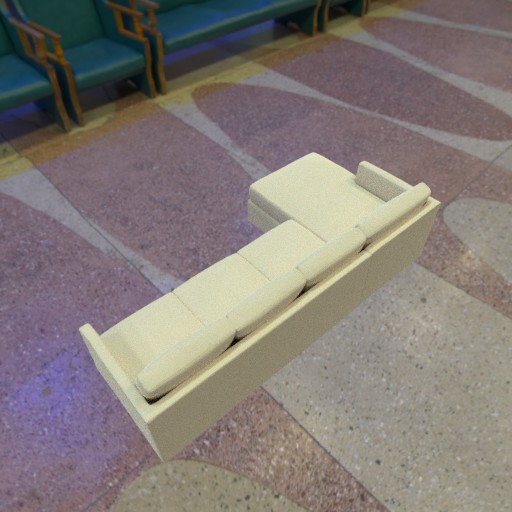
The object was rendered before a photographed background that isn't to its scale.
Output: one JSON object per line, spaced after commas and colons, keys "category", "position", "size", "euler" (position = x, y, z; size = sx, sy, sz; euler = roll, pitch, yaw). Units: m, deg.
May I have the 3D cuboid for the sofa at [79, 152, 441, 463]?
{"category": "sofa", "position": [0.000, 0.000, 4.019], "size": [3.205, 0.922, 1.650], "euler": [-32, 54, -27]}
